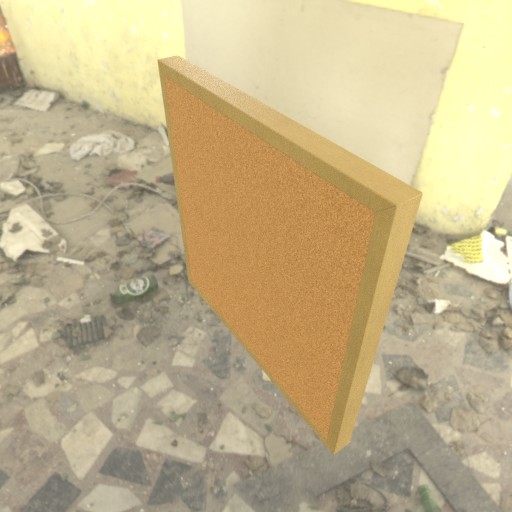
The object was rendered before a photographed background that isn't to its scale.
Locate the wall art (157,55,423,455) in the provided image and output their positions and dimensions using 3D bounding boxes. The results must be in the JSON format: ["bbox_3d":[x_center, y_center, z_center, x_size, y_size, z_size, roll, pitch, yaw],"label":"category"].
[{"bbox_3d":[0.000,0.000,0.742,0.038,0.508,0.508,-25,47,-26],"label":"wall art"}]
